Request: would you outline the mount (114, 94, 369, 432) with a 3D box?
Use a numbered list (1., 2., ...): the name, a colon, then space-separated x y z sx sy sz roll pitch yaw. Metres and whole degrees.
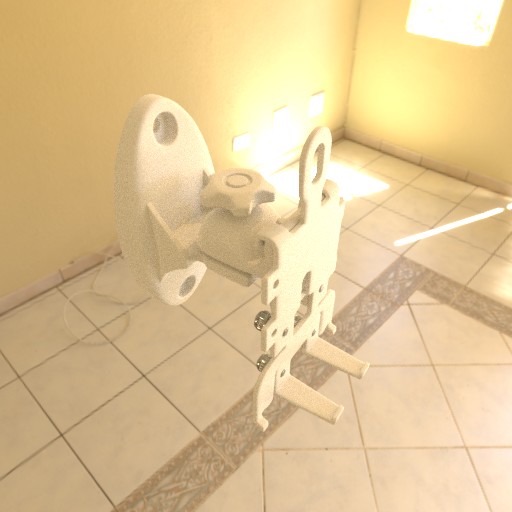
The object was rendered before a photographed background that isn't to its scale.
1. mount: 0.000 0.000 0.177 0.100 0.118 0.066 24 45 26
